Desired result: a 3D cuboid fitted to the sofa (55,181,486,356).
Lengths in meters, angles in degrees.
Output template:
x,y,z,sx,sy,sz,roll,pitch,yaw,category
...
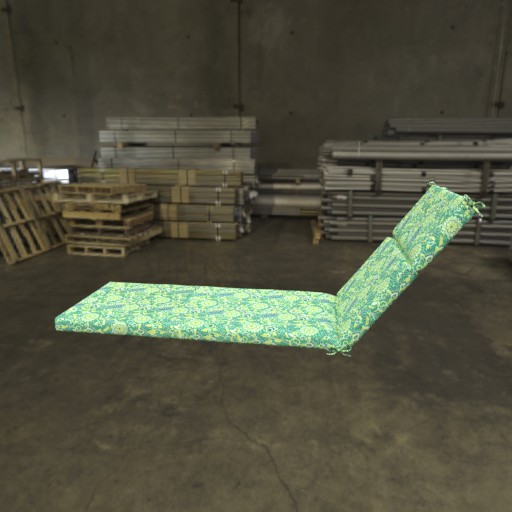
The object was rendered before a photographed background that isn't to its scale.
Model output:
x,y,z,sx,sy,sz,roll,pitch,yaw,category
0.000,0.000,1.933,1.663,0.622,0.582,2,15,8,sofa
